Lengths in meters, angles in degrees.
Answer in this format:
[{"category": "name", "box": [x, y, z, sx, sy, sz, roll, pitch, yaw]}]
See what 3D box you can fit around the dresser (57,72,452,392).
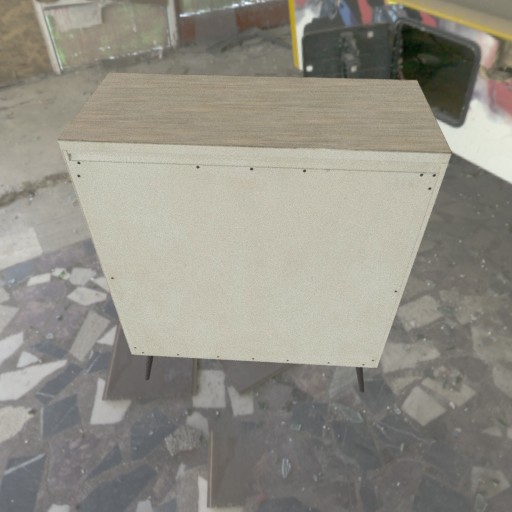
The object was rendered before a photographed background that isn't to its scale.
[{"category": "dresser", "box": [0.000, 0.000, 1.721, 1.016, 1.219, 0.457, 3, 44, 3]}]
